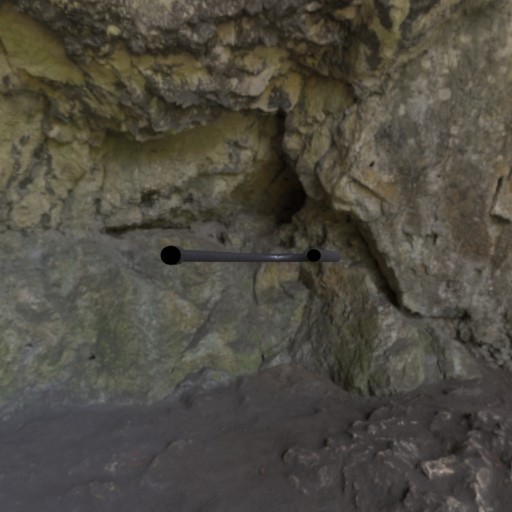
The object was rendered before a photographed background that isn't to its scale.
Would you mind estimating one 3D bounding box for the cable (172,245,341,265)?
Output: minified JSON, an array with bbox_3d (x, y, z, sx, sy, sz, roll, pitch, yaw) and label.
[{"bbox_3d":[0.000,0.000,0.110,0.041,0.005,0.098,0,-1,19],"label":"cable"}]
